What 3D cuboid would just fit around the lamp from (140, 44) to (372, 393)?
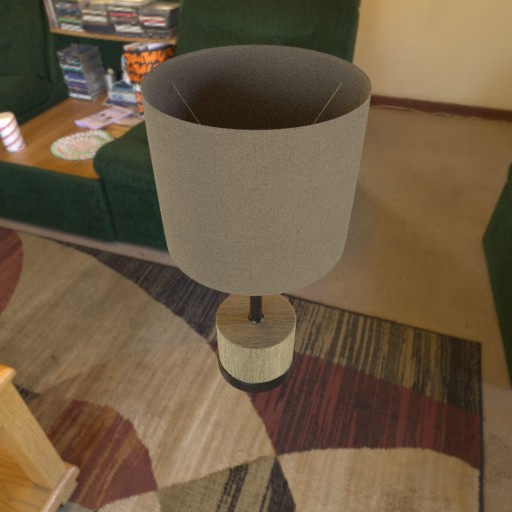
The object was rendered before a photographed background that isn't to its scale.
[{"bbox_3d":[0.000,0.000,0.597,0.229,0.470,0.229,0,41,0],"label":"lamp"}]
